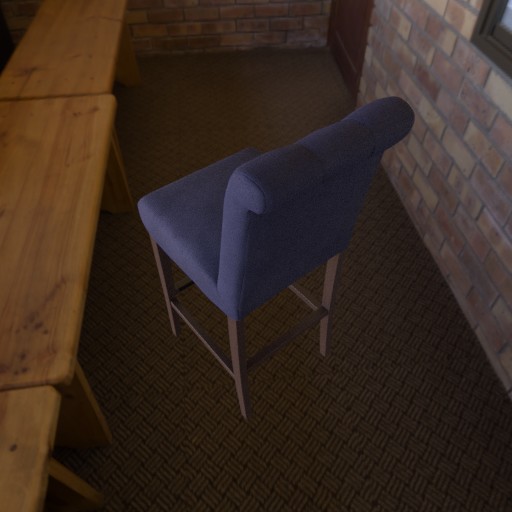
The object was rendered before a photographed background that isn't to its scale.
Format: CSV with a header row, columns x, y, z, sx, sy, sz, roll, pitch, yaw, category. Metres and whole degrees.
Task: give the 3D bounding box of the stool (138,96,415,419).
x,y,z,sx,sy,sz,roll,pitch,yaw,category
0.000,0.000,1.433,0.493,1.140,0.601,-31,54,-26,stool
